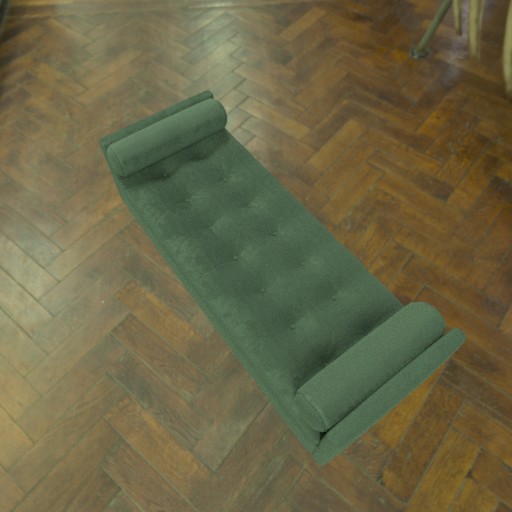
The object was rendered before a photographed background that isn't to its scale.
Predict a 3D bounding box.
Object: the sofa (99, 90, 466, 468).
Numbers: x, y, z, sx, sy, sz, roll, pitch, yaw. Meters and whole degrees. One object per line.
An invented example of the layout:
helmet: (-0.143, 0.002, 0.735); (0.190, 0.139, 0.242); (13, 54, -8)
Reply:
sofa: (0.000, 0.000, 2.501); (0.796, 0.705, 2.102); (-32, 63, -18)
